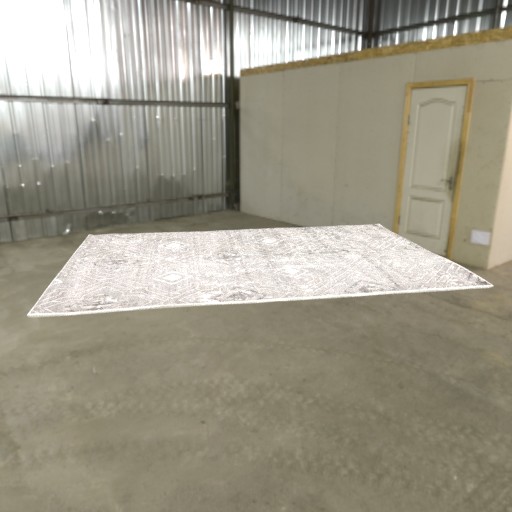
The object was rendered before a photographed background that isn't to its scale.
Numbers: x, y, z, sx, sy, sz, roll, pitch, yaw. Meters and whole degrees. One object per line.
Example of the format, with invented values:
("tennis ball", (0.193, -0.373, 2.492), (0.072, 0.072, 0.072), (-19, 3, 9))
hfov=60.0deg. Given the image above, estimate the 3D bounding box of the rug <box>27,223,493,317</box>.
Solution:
("rug", (0.000, 0.000, 2.995), (2.447, 0.036, 1.537), (-3, 17, -9))
